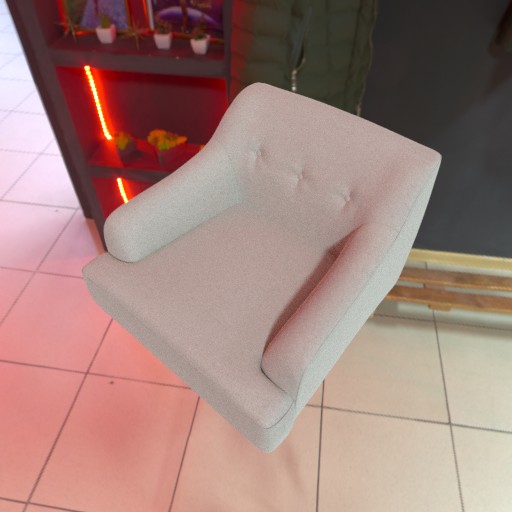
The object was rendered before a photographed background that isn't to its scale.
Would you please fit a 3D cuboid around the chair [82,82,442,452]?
[{"bbox_3d":[0.000,0.000,1.646,0.946,0.818,0.951,32,54,27],"label":"chair"}]
